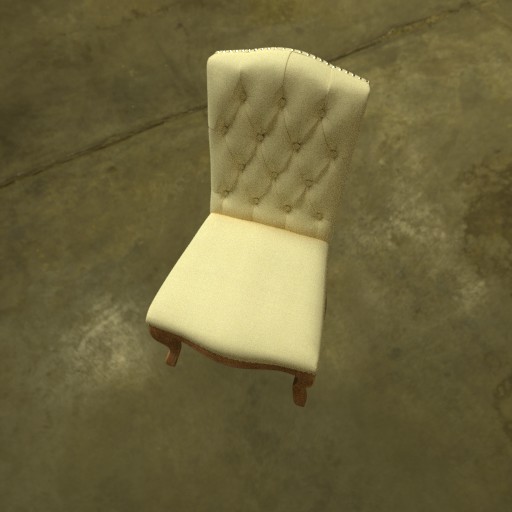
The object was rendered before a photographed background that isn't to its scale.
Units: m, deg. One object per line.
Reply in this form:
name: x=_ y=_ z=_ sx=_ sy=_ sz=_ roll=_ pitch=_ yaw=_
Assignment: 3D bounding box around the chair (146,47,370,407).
chair: x=0.000 y=0.000 z=1.566 sx=0.623 sy=1.165 sz=0.715 roll=15 pitch=61 yaw=8
